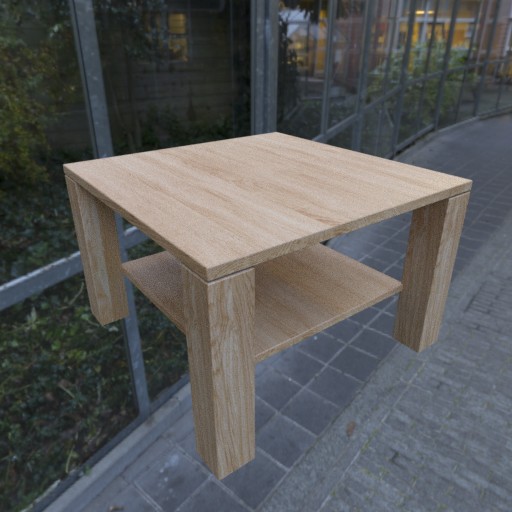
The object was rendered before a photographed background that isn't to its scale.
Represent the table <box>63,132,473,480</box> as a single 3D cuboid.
[{"bbox_3d":[0.000,0.000,1.162,0.700,0.450,0.700,-19,32,-33],"label":"table"}]
